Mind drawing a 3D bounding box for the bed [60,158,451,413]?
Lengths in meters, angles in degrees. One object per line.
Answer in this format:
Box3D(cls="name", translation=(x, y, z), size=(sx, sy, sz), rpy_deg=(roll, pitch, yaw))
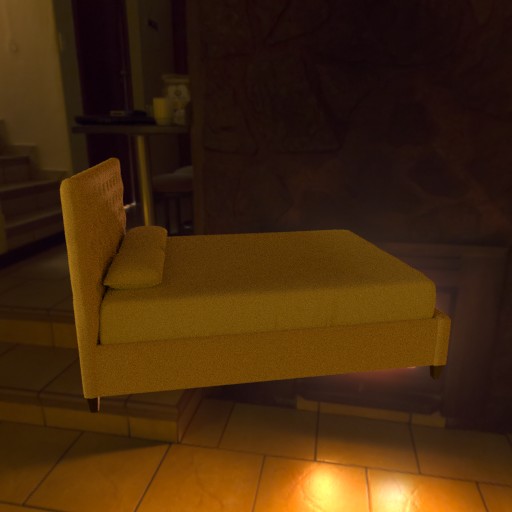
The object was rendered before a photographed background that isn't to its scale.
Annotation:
Box3D(cls="bed", translation=(0.000, 0.000, 3.478), size=(2.387, 1.427, 1.698), rpy_deg=(-3, 16, -9))
